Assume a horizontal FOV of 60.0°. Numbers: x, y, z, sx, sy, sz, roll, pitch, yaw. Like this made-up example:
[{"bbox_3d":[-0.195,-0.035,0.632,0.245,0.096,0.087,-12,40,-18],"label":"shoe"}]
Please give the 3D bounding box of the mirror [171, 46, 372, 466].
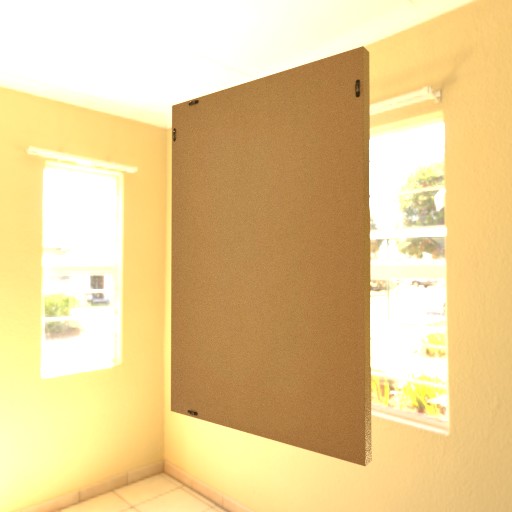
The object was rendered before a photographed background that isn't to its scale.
[{"bbox_3d":[0.000,0.000,1.157,0.609,0.915,0.040,-1,-1,37],"label":"mirror"}]
